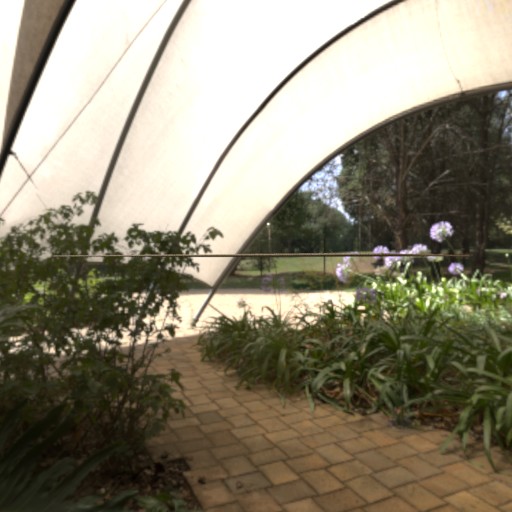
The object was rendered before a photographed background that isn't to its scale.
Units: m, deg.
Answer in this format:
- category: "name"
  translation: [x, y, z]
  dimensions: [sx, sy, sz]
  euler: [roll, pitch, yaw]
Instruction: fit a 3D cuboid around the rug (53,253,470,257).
- category: "rug"
  translation: [0.000, 0.000, 2.919]
  dimensions: [2.289, 0.006, 1.523]
  euler: [0, 0, 37]
